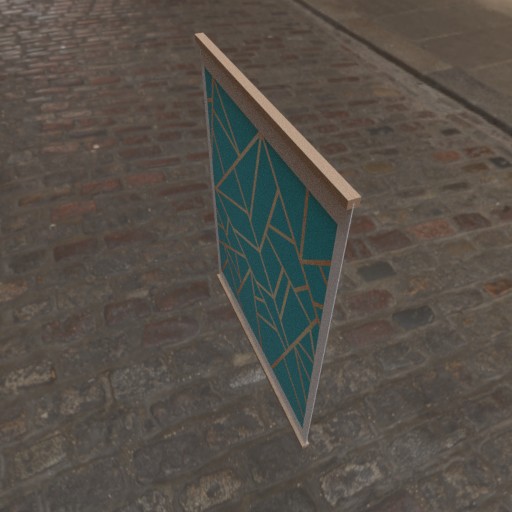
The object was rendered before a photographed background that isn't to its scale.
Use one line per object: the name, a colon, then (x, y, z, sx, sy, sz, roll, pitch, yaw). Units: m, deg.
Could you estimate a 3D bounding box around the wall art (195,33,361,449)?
wall art: (0.000, 0.000, 0.669, 0.012, 0.508, 0.405, -17, 48, -16)
